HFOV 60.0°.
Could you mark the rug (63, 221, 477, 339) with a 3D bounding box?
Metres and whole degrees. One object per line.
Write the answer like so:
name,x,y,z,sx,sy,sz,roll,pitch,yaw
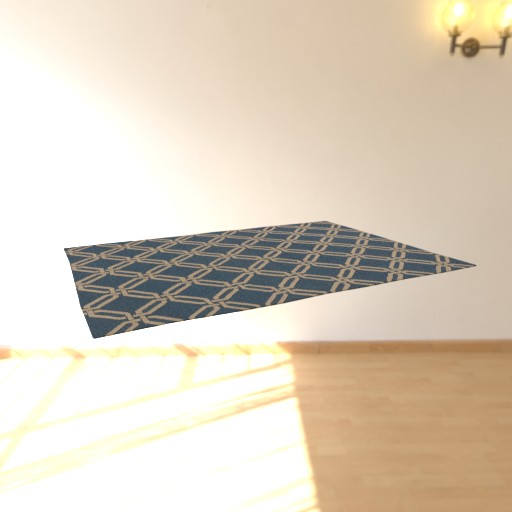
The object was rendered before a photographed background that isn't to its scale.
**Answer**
rug,0.000,0.000,2.761,2.135,0.013,1.524,-8,17,-26
